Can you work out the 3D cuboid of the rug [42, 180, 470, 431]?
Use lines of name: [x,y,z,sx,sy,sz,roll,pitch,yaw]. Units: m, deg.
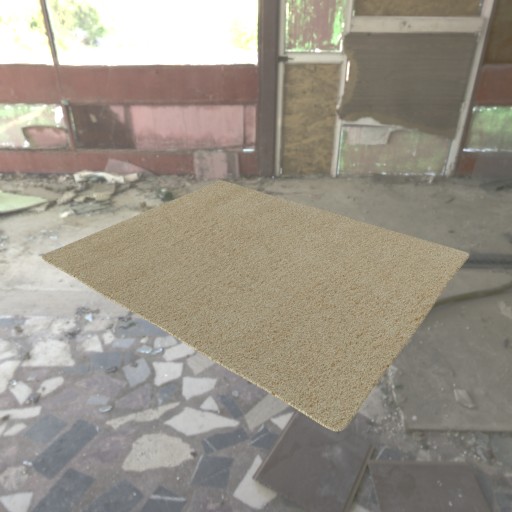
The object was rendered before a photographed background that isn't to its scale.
rug: [0.000,0.000,3.947,3.001,0.025,2.401,22,37,32]
